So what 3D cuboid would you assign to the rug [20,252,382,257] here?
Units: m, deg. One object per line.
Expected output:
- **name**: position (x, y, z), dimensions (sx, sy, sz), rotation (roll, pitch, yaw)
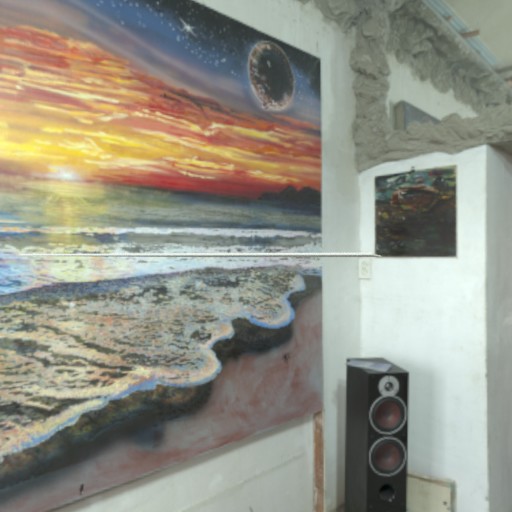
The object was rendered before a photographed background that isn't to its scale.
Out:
- **rug**: position (0.000, 0.000, 2.836), dimensions (1.522, 0.008, 2.284), rotation (0, 0, 16)
